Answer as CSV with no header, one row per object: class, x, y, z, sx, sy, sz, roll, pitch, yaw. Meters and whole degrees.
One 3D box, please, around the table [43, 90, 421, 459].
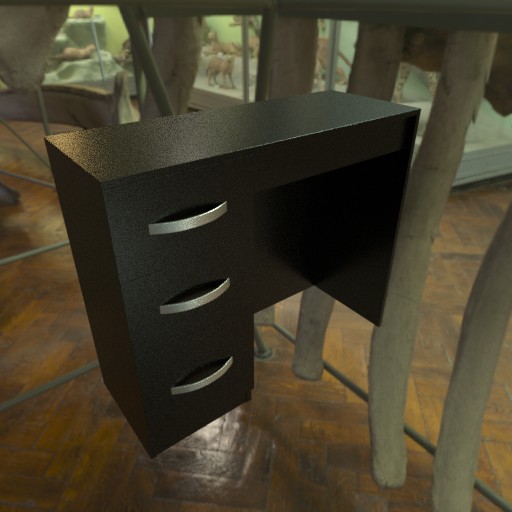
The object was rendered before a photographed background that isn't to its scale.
table,0.000,0.000,1.326,0.930,0.790,0.380,-21,37,-31
